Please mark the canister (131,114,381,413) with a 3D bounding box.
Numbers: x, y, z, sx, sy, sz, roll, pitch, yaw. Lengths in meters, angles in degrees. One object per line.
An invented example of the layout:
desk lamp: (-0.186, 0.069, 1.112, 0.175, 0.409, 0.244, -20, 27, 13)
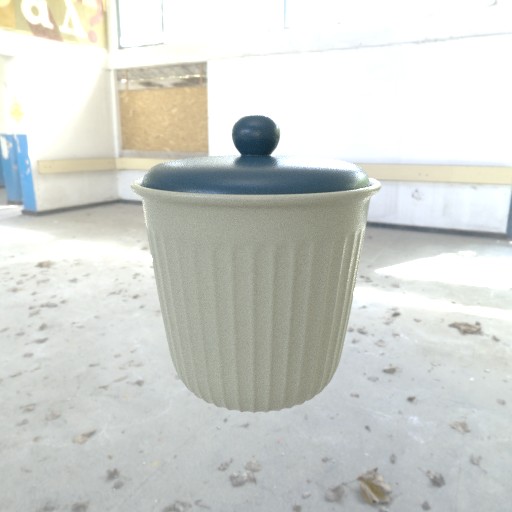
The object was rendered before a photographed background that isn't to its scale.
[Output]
canister: (0.000, 0.000, 0.346, 0.181, 0.211, 0.181, 0, 15, 0)
